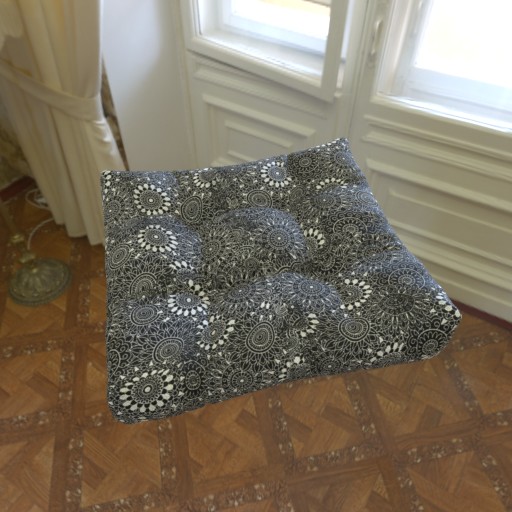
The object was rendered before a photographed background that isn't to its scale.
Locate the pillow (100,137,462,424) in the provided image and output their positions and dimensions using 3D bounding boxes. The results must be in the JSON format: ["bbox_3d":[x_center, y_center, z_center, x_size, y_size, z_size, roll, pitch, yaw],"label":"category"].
[{"bbox_3d":[0.000,0.000,0.738,0.490,0.128,0.468,-10,49,-9],"label":"pillow"}]
